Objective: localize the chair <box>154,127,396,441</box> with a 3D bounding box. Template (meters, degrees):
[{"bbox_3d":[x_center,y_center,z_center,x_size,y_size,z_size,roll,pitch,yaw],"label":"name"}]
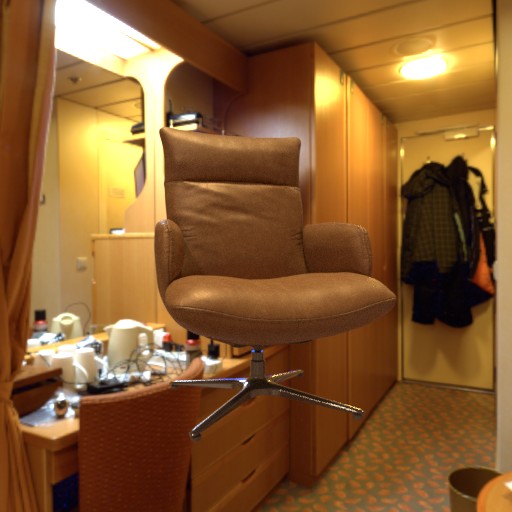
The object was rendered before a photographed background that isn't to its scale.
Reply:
[{"bbox_3d":[0.000,0.000,1.572,0.711,1.027,0.794,0,1,-17],"label":"chair"}]
